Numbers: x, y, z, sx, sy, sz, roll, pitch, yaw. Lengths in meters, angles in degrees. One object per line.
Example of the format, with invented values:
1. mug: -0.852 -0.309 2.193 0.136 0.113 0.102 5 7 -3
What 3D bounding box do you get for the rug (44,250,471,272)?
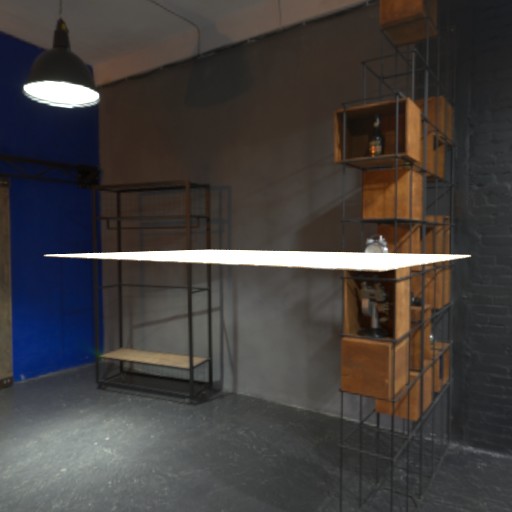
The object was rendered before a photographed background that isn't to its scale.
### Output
1. rug: 0.000 0.000 2.712 2.134 0.010 1.524 2 3 36
